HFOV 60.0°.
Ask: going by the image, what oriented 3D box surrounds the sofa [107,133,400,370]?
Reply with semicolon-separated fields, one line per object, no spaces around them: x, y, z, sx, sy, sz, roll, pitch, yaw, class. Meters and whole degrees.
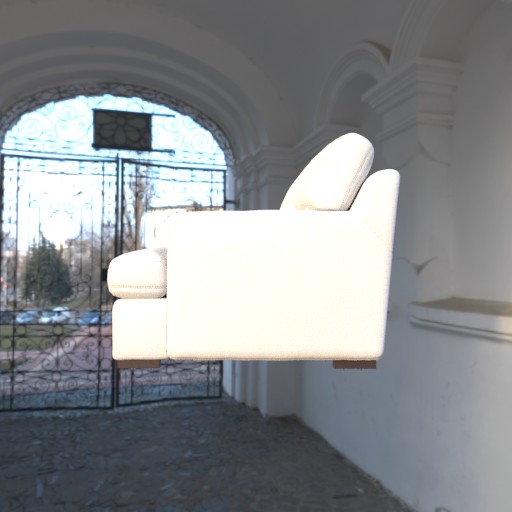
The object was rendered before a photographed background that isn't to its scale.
0.000;0.000;2.770;1.143;0.940;2.261;0;-2;1;sofa
